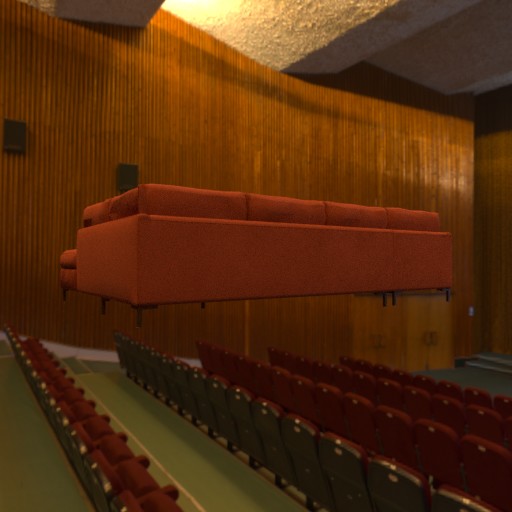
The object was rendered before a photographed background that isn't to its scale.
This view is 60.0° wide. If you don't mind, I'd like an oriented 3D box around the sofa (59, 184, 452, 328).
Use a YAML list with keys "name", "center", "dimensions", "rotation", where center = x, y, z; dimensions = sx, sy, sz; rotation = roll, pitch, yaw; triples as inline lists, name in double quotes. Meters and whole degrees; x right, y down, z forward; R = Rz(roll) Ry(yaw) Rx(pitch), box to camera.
- name: "sofa"
  center: [0.000, 0.000, 3.710]
  dimensions: [2.736, 0.757, 1.879]
  rotation: [0, -1, -34]
